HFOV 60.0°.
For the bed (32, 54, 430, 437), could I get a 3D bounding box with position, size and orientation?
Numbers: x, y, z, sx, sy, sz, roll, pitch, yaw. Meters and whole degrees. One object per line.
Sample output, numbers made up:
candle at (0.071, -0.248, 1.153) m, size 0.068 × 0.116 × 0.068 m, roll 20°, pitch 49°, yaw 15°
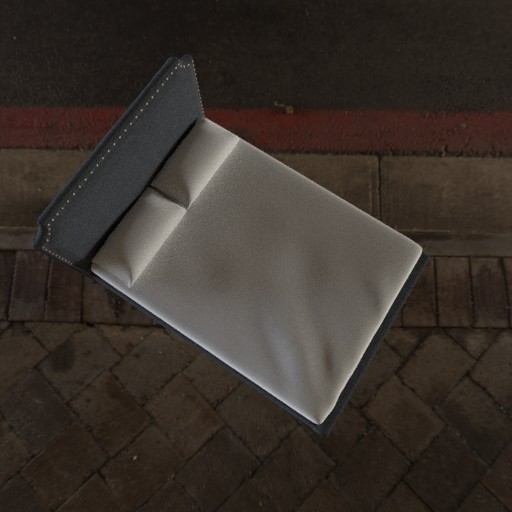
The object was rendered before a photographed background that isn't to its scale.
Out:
bed at (0.000, 0.000, 3.406) m, size 2.372 × 1.443 × 1.713 m, roll 32°, pitch 78°, yaw 8°
